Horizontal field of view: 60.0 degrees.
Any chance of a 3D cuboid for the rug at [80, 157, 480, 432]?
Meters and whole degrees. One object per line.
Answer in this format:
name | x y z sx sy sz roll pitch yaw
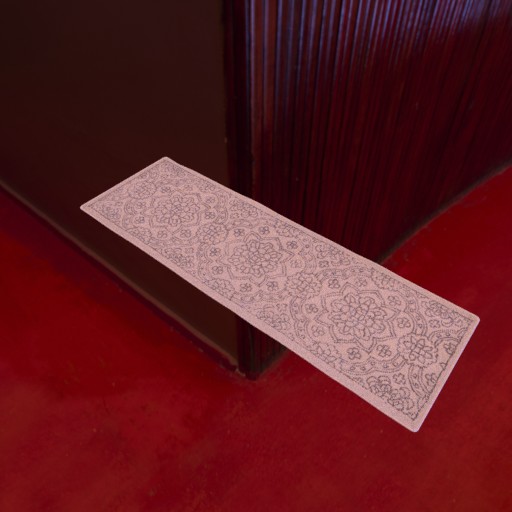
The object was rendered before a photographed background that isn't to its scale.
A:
rug | 0.000 0.000 2.669 2.431 0.006 0.806 30 53 26
